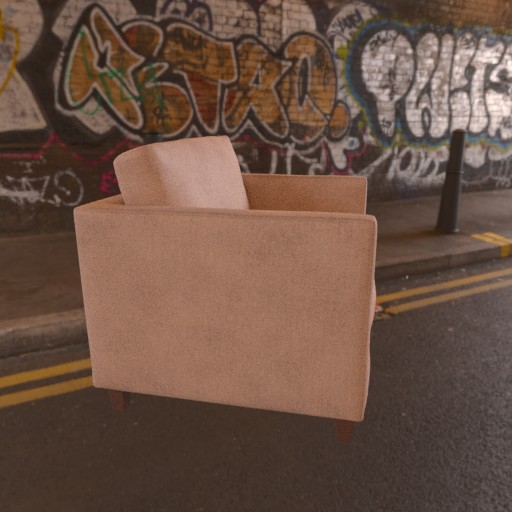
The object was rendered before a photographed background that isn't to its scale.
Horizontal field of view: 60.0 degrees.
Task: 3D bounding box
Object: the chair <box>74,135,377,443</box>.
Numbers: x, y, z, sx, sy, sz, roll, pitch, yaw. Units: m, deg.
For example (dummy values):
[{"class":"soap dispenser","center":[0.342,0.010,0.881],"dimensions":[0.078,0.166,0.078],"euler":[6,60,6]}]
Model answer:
[{"class":"chair","center":[0.000,0.000,1.863],"dimensions":[0.959,0.961,1.133],"euler":[3,17,11]}]
